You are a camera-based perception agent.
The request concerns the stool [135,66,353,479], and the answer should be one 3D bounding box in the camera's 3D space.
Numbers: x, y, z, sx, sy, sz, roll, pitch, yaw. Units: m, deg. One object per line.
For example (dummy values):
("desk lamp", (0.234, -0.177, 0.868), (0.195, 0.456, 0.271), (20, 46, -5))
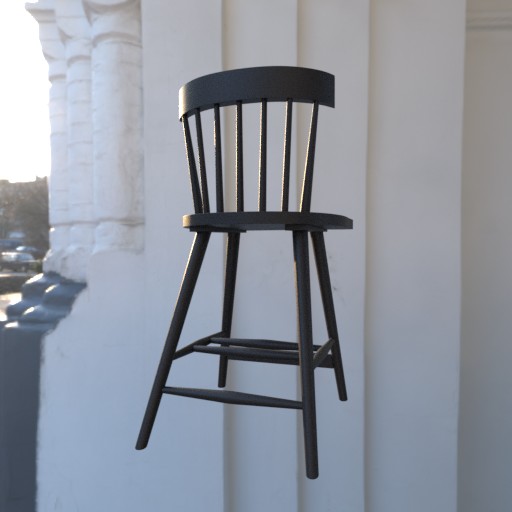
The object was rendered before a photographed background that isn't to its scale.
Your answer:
("stool", (0.000, 0.000, 1.277), (0.494, 0.953, 0.549), (0, 1, 19))
